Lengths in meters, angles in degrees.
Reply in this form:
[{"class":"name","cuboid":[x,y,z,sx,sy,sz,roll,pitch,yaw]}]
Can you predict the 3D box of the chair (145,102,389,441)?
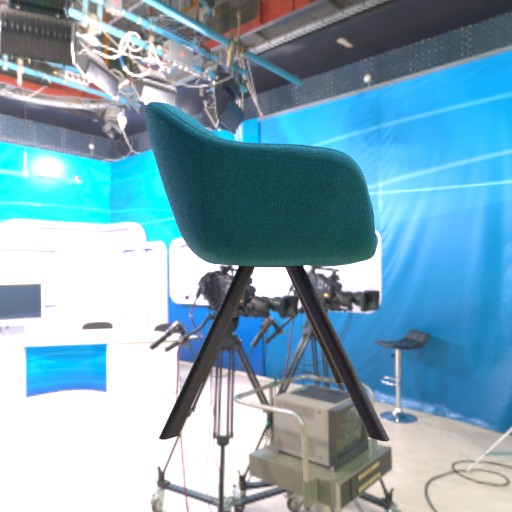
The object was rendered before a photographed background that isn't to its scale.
[{"class":"chair","cuboid":[0.000,0.000,1.166,0.565,0.775,0.545,0,-1,1]}]
